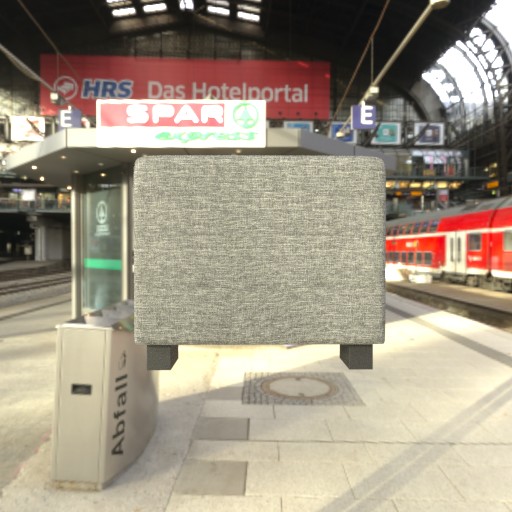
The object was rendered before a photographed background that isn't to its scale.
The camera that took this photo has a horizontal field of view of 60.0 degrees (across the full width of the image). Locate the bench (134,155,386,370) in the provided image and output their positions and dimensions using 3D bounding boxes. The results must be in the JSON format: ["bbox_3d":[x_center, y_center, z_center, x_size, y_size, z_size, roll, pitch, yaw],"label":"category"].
[{"bbox_3d":[0.000,0.000,1.521,0.508,0.445,1.296,0,1,-1],"label":"bench"}]
